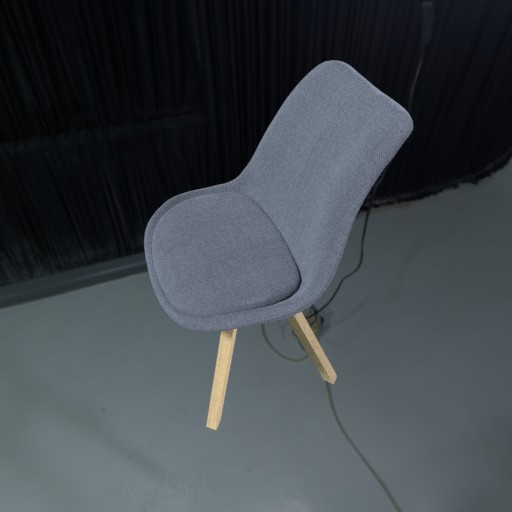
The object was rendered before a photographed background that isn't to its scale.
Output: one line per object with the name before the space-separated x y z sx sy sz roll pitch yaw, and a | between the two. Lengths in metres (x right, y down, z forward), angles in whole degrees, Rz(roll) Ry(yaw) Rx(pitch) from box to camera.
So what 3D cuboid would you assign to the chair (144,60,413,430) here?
chair | 0.000 0.000 1.162 0.550 0.850 0.485 -16 49 -15
